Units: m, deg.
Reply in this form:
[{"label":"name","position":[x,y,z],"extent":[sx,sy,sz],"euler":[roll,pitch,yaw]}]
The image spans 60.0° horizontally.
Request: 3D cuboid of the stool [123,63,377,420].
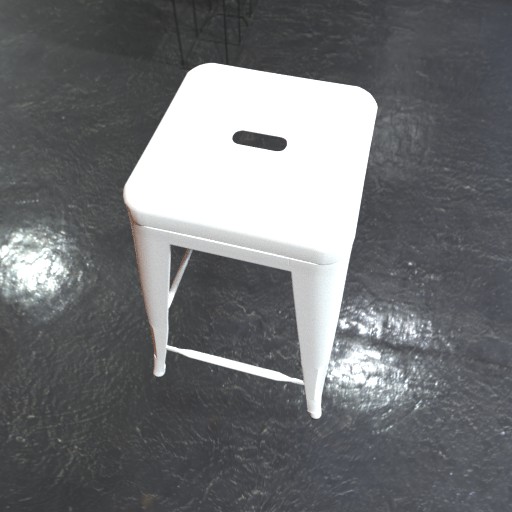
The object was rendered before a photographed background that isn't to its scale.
[{"label":"stool","position":[0.000,0.000,0.875],"extent":[0.406,0.610,0.406],"euler":[13,58,8]}]
